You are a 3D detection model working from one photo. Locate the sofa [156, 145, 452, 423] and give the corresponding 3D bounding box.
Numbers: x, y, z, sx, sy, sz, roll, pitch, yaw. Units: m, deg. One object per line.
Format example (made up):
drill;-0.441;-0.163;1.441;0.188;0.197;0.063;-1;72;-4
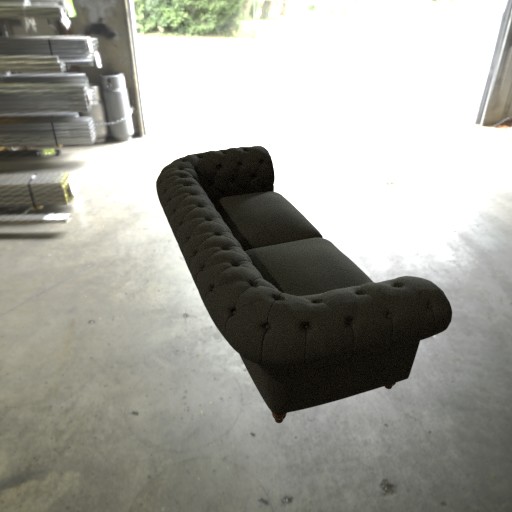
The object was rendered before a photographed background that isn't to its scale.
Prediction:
sofa;0.000;0.000;2.823;0.991;0.762;2.362;-11;33;-17
